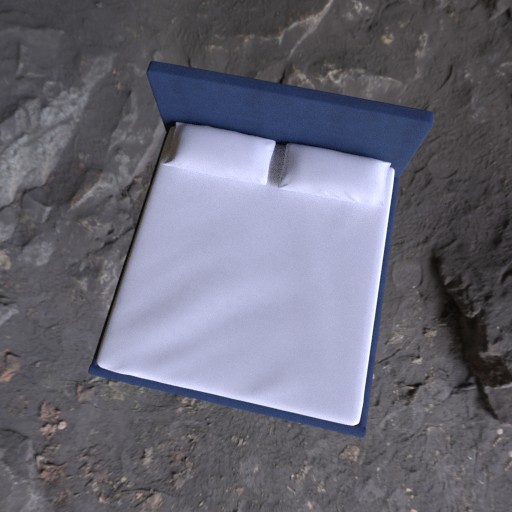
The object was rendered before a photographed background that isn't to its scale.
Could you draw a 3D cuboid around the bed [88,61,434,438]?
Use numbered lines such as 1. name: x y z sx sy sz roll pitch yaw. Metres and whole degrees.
1. bed: 0.000 0.000 3.395 2.096 1.231 2.232 12 73 4
